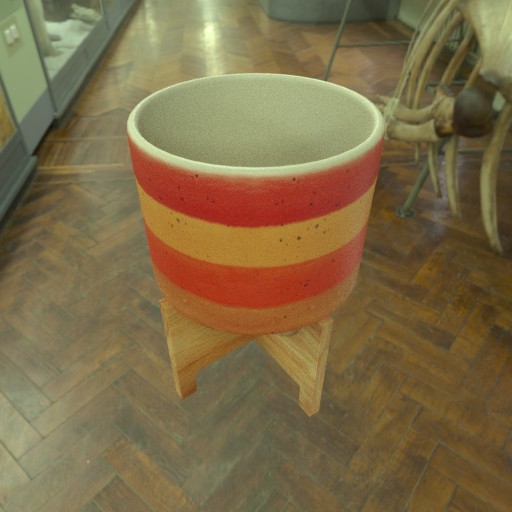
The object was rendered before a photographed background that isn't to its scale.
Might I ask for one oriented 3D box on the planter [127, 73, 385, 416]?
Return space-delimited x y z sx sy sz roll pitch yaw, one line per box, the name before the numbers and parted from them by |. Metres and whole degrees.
planter | 0.000 0.000 0.568 0.269 0.379 0.269 0 39 0
